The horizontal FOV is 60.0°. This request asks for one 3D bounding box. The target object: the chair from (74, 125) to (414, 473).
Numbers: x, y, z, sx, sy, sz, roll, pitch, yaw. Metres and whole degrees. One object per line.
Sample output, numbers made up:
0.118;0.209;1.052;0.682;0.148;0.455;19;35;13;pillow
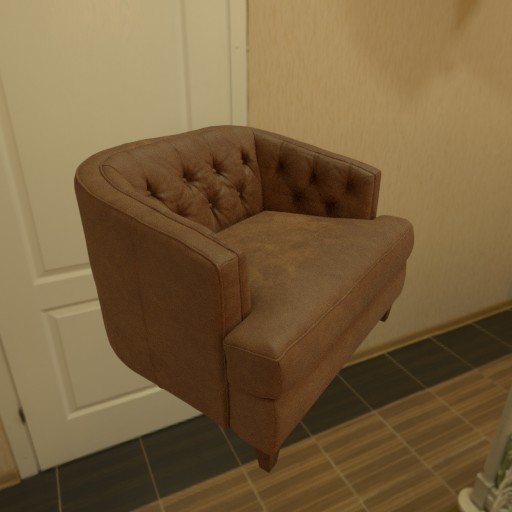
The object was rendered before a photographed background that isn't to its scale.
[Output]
0.000;0.000;1.711;0.911;0.836;1.119;17;30;31;chair
